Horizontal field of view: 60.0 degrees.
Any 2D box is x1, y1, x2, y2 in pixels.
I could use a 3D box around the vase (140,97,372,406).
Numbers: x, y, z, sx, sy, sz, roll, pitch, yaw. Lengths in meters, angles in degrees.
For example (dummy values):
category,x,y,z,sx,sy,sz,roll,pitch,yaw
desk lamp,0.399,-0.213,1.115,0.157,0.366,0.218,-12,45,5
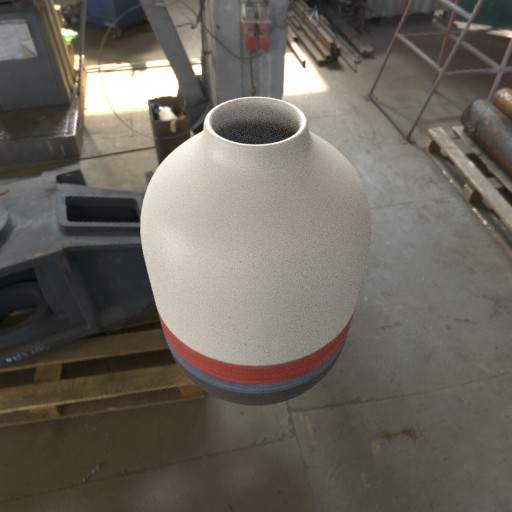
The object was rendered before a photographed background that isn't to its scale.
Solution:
category,x,y,z,sx,sy,sz,roll,pitch,yaw
vase,0.000,0.000,0.355,0.169,0.237,0.169,0,45,0
